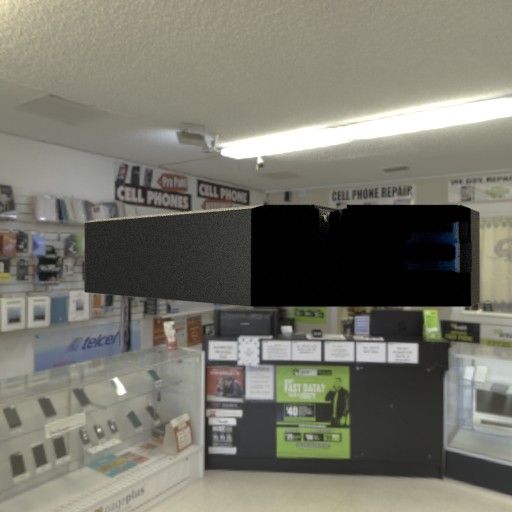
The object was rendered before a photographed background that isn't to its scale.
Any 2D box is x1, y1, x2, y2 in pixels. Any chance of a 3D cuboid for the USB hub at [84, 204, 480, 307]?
[{"bbox_3d":[0.000,0.000,0.127,0.110,0.023,0.044,0,0,37],"label":"USB hub"}]
